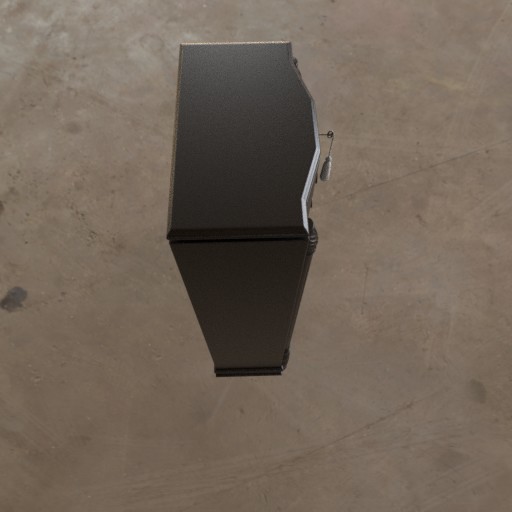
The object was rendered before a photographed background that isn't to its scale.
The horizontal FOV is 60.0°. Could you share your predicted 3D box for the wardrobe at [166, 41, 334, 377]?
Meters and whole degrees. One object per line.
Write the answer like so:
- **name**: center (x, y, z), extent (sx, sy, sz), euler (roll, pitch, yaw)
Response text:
- **wardrobe**: center (0.000, 0.000, 1.207), extent (0.295, 1.011, 0.444), euler (-1, 64, -1)
